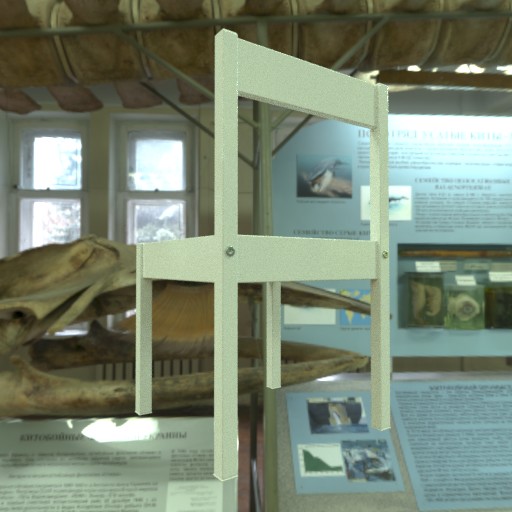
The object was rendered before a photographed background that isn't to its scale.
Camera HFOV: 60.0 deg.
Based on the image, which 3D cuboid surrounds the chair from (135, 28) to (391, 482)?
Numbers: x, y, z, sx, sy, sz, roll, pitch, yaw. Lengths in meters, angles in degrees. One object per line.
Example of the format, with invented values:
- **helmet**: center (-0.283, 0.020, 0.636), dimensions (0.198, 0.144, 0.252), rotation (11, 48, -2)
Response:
- **chair**: center (0.000, 0.000, 0.689), dimensions (0.285, 0.505, 0.285), rotation (1, -1, -34)
